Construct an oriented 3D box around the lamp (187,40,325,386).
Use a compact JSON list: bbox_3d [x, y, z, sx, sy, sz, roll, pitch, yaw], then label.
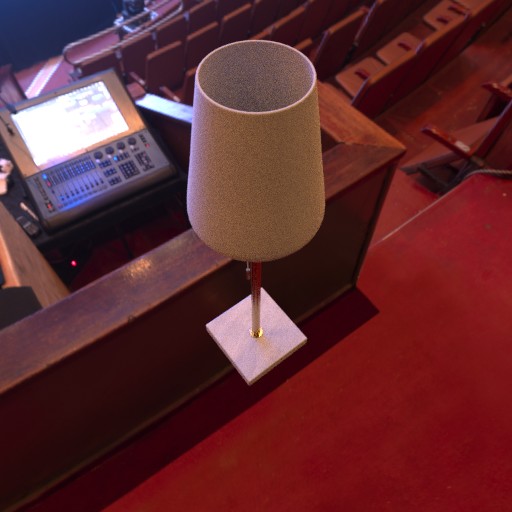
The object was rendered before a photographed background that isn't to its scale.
[{"bbox_3d":[0.000,0.000,0.693,0.181,0.639,0.181,-33,63,-19],"label":"lamp"}]
